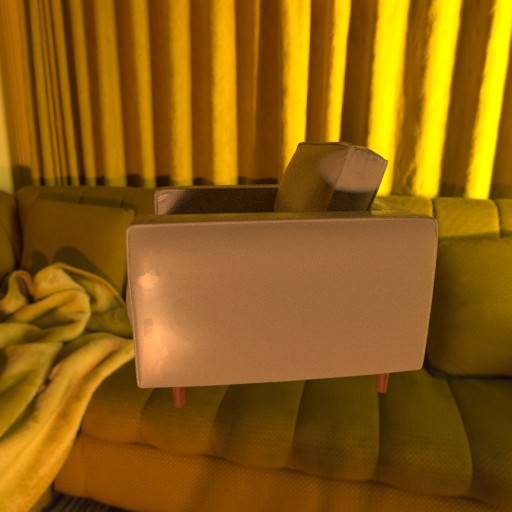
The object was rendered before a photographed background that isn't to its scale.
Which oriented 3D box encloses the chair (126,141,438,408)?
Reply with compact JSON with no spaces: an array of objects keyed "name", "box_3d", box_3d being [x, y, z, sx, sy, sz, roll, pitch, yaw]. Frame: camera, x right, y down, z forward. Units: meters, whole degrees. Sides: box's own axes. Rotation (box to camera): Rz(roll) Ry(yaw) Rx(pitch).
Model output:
[{"name":"chair","box_3d":[0.000,0.000,1.546,0.843,0.773,0.928,-2,15,-7]}]
